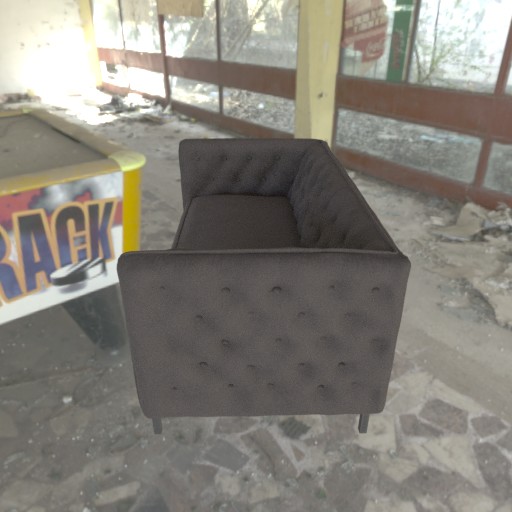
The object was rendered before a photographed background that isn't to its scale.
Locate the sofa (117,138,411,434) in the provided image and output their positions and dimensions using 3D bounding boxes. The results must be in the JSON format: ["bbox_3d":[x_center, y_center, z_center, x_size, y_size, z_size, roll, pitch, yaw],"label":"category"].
[{"bbox_3d":[0.000,0.000,2.159,0.909,0.810,1.583,-1,28,-1],"label":"sofa"}]
